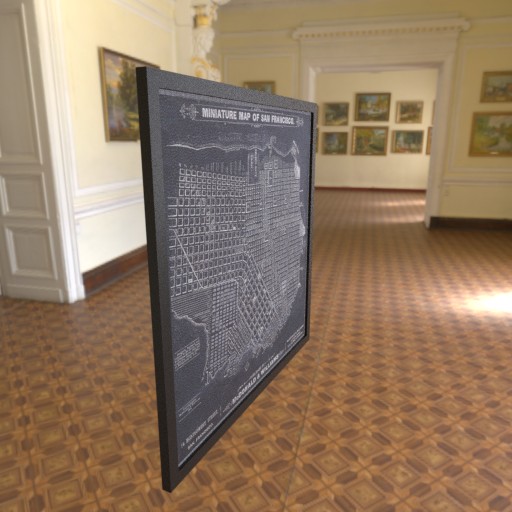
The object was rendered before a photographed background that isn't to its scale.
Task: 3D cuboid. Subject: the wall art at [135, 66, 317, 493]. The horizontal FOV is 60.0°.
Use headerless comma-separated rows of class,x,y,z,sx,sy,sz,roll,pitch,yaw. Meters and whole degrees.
wall art,0.000,0.000,1.153,0.022,0.807,0.807,7,16,26
